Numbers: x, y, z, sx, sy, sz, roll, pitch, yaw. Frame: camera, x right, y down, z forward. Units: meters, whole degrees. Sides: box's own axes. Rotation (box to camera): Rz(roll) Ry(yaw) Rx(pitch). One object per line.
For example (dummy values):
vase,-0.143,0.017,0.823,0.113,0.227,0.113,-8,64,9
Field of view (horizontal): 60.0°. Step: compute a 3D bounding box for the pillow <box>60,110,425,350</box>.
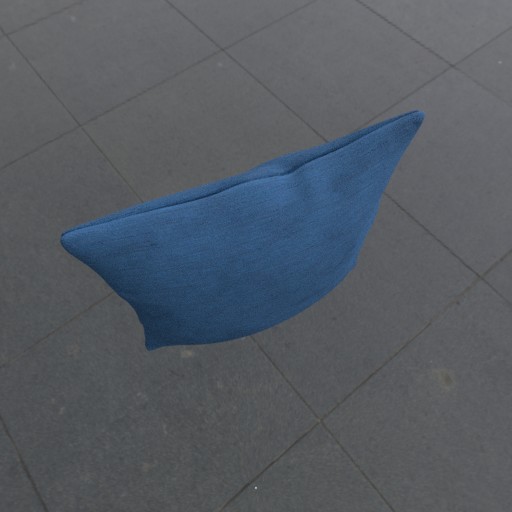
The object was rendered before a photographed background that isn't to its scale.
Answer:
pillow,0.000,0.000,0.669,0.437,0.420,0.177,-21,64,-11
